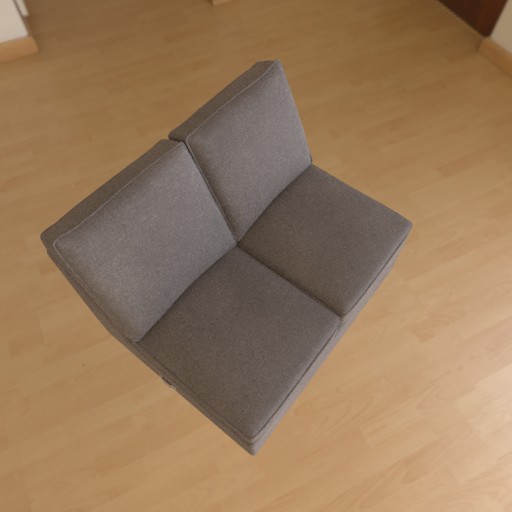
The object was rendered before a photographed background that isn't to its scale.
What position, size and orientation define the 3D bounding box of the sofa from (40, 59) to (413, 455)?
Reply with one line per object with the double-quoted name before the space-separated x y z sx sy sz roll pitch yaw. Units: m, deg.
"sofa" 0.000 0.000 1.950 0.951 1.008 1.237 34 65 19
